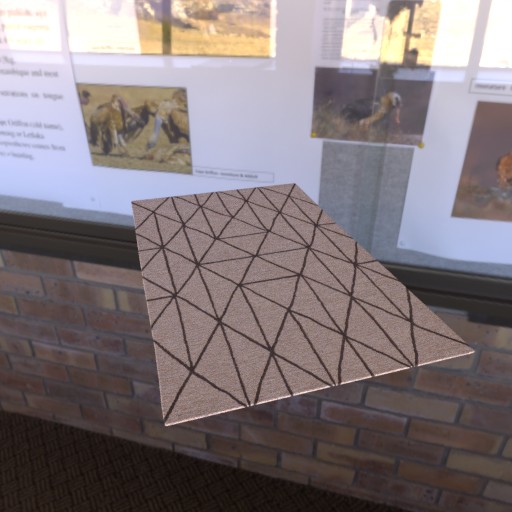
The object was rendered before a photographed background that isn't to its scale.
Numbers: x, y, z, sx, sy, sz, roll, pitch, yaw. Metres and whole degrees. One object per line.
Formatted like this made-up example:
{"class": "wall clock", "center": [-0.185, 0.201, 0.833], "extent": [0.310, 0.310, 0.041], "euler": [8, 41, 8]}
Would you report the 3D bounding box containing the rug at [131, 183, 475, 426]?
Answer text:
{"class": "rug", "center": [0.000, 0.000, 3.029], "extent": [1.526, 0.008, 2.465], "euler": [-9, 31, -15]}
